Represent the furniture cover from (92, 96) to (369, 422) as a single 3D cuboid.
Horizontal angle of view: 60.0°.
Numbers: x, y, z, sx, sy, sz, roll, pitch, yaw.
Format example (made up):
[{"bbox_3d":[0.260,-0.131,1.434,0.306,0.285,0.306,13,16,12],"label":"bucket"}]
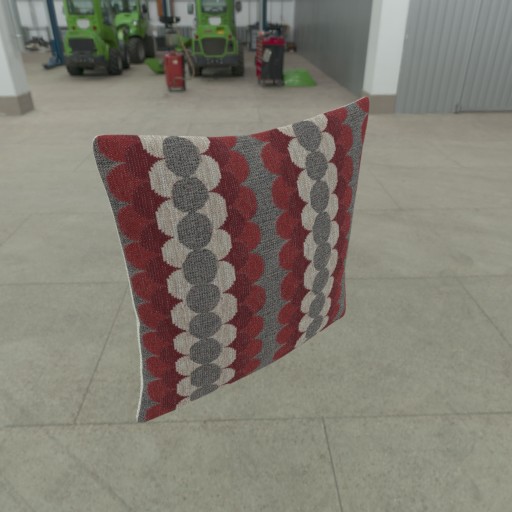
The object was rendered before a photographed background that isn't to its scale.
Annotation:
[{"bbox_3d":[0.000,0.000,0.661,0.435,0.420,0.145,-21,35,-32],"label":"furniture cover"}]
